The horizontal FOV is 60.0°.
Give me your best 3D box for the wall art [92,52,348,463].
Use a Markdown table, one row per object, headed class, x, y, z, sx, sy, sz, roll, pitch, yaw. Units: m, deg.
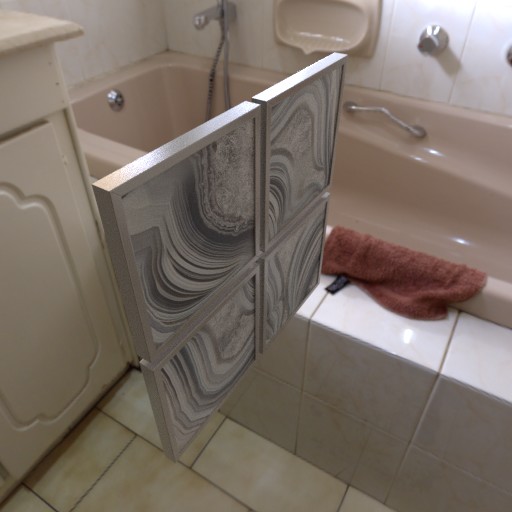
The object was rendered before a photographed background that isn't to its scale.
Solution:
| class | x | y | z | sx | sy | sz | roll | pitch | yaw |
| --- | --- | --- | --- | --- | --- | --- | --- | --- | --- |
| wall art | 0.000 | 0.000 | 0.869 | 0.029 | 0.611 | 0.611 | 23 | 45 | 25 |
